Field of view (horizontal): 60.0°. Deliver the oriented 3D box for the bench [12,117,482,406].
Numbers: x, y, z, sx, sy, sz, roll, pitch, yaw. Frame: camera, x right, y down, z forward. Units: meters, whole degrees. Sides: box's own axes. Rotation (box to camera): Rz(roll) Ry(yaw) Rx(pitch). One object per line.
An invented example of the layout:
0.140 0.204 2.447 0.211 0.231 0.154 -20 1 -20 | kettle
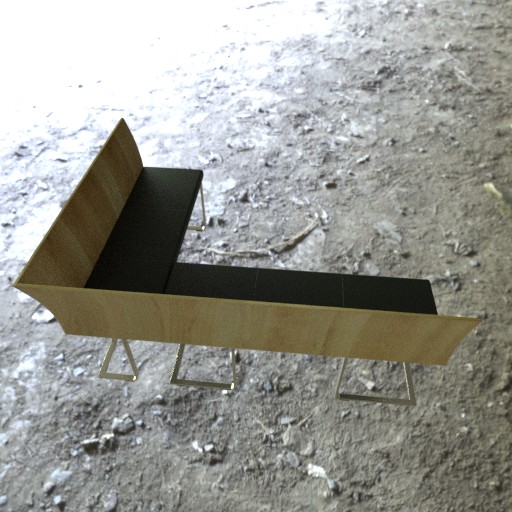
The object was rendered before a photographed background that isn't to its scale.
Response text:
0.000 0.000 2.676 1.945 0.930 1.495 4 45 4 | bench
